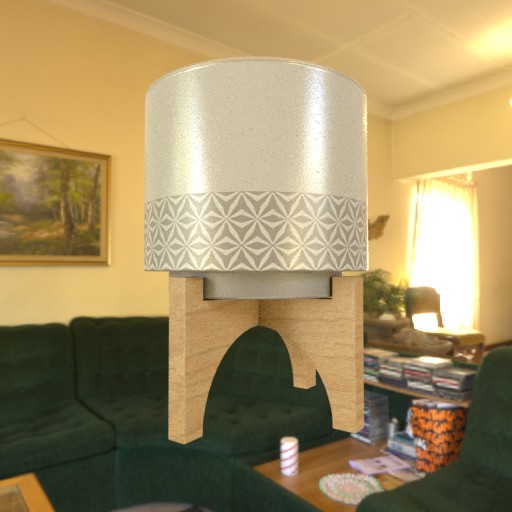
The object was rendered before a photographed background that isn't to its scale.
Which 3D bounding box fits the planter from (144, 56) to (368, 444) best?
[{"bbox_3d":[0.000,0.000,0.507,0.249,0.343,0.249,0,-2,0],"label":"planter"}]
